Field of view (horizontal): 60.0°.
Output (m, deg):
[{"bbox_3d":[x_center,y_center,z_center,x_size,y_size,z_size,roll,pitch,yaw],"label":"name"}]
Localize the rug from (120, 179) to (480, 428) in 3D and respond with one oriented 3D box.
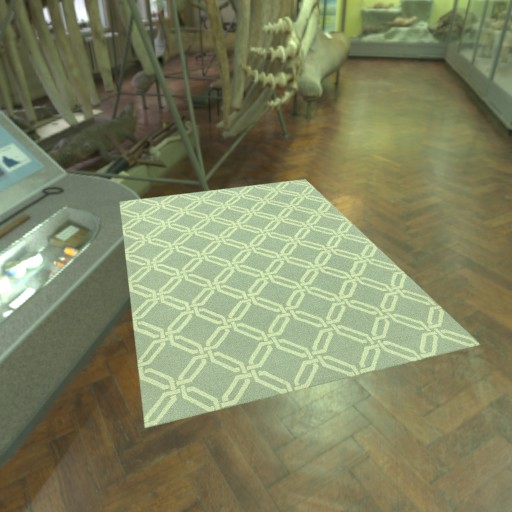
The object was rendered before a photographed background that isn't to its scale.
[{"bbox_3d":[0.000,0.000,4.335,2.438,0.013,3.353,-9,33,-15],"label":"rug"}]
